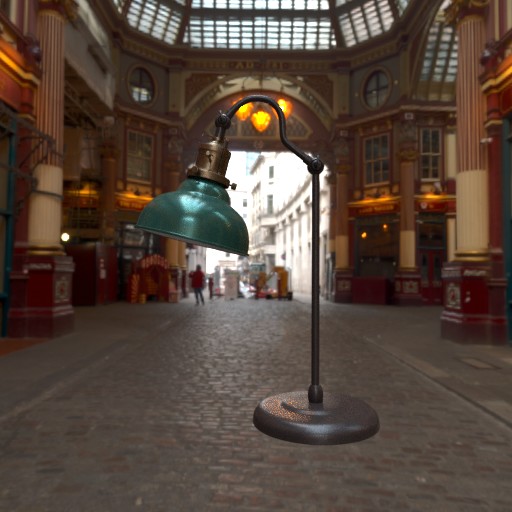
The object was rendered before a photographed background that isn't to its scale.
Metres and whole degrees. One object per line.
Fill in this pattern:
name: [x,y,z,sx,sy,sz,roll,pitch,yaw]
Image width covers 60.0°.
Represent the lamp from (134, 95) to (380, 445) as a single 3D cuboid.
lamp: [0.000,0.000,0.690,0.374,0.508,0.192,0,-2,-1]
